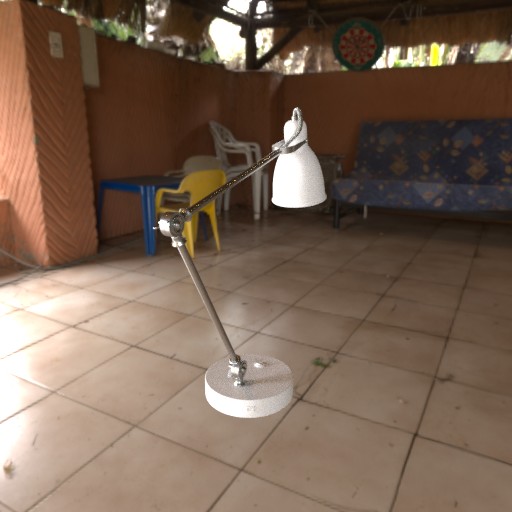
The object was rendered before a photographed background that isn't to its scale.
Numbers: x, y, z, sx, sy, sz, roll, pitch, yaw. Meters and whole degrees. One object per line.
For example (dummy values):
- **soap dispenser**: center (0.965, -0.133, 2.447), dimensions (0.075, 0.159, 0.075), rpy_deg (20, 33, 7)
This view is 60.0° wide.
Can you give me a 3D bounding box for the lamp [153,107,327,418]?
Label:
- **lamp**: center (0.000, 0.000, 0.897), dimensions (0.187, 0.587, 0.561), rpy_deg (8, 18, 27)
